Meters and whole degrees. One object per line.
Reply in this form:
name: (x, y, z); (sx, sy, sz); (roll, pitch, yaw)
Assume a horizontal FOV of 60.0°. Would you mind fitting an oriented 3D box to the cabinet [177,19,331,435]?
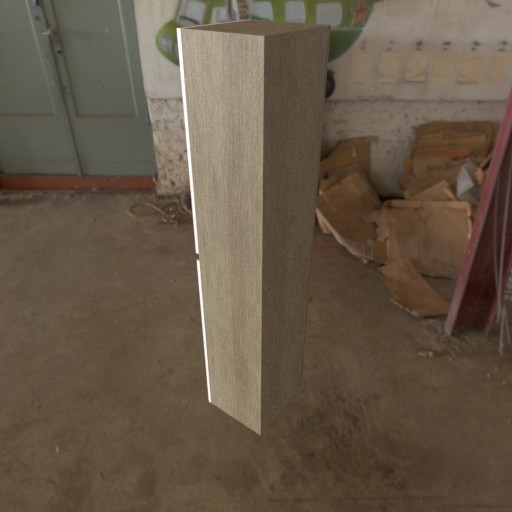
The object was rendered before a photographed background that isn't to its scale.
cabinet: (0.000, 0.000, 1.516); (0.270, 1.400, 0.300); (22, 39, 30)
